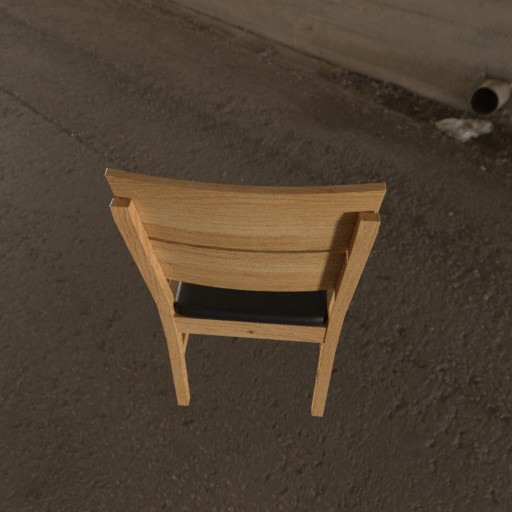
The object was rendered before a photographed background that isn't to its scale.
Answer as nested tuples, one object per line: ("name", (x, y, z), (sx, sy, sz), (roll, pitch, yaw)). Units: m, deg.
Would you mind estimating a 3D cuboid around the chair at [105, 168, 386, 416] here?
("chair", (0.000, 0.000, 1.268), (0.475, 0.950, 0.569), (4, 48, 3))
